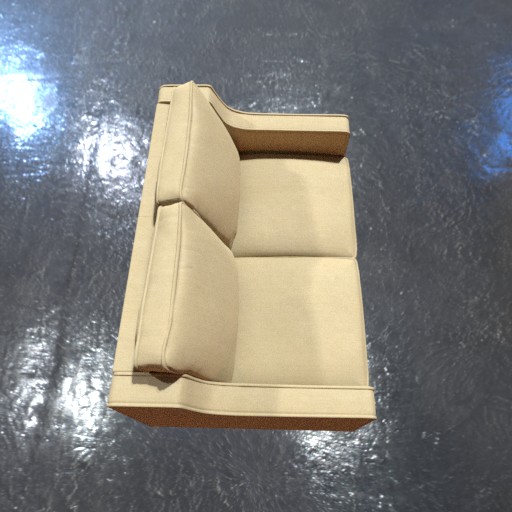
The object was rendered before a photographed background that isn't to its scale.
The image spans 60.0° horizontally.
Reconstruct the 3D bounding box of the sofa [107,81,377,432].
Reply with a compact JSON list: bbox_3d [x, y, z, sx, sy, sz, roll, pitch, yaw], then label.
[{"bbox_3d":[0.000,0.000,2.122,0.987,0.971,1.501,1,63,1],"label":"sofa"}]
